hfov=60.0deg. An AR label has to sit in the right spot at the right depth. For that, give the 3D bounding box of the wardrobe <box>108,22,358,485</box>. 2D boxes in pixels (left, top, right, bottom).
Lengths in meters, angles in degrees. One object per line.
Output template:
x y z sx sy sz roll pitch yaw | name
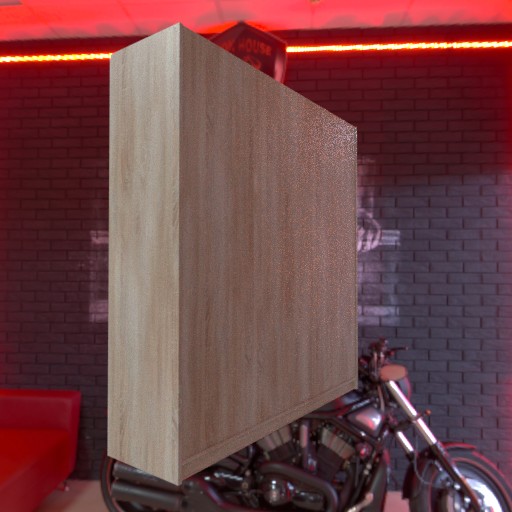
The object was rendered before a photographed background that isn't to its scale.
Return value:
0.000 0.000 3.039 0.598 2.159 1.998 -1 -1 37 | wardrobe
